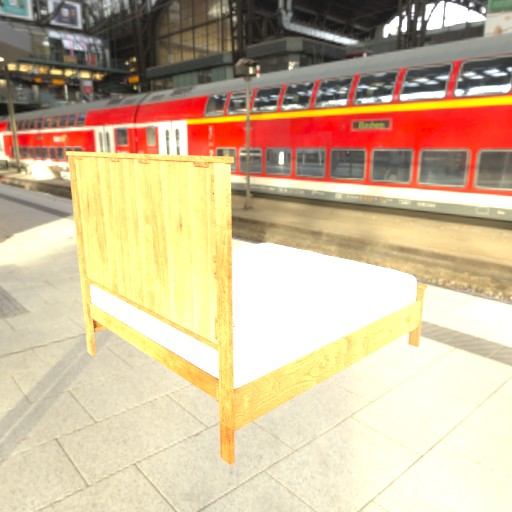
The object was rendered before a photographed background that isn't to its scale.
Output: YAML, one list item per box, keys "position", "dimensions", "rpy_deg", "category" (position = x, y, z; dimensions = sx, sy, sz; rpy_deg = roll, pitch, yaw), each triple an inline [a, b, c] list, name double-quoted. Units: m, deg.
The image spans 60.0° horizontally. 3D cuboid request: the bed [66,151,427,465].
- position: [0.000, 0.000, 3.673]
  dimensions: [2.201, 1.686, 1.936]
  rpy_deg: [-13, 19, -42]
  category: "bed"
